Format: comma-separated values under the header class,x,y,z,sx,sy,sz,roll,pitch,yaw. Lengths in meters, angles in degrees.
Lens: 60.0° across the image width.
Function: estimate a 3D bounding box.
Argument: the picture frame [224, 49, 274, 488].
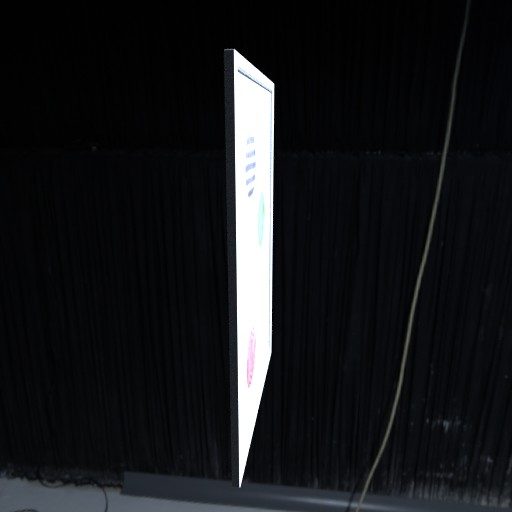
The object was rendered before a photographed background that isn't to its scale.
class,x,y,z,sx,sy,sz,roll,pitch,yaw
picture frame,0.000,0.000,0.851,0.013,0.657,0.457,2,16,8
